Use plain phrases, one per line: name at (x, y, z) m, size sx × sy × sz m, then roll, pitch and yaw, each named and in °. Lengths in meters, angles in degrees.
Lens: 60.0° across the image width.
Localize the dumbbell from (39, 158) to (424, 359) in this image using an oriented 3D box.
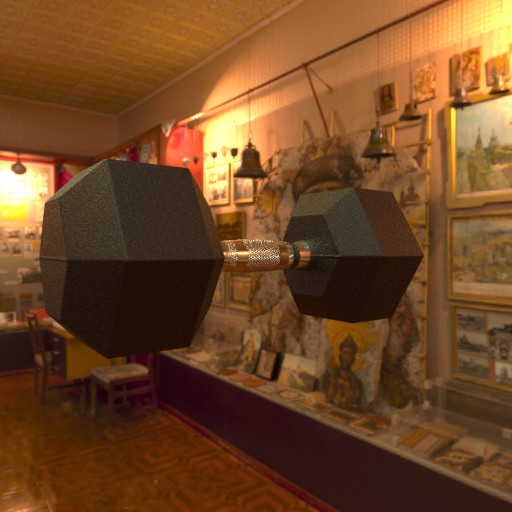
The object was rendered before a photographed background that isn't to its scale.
dumbbell at (0.000, 0.000, 0.423) m, size 0.361 × 0.137 × 0.157 m, roll -1°, pitch 1°, yaw -36°
